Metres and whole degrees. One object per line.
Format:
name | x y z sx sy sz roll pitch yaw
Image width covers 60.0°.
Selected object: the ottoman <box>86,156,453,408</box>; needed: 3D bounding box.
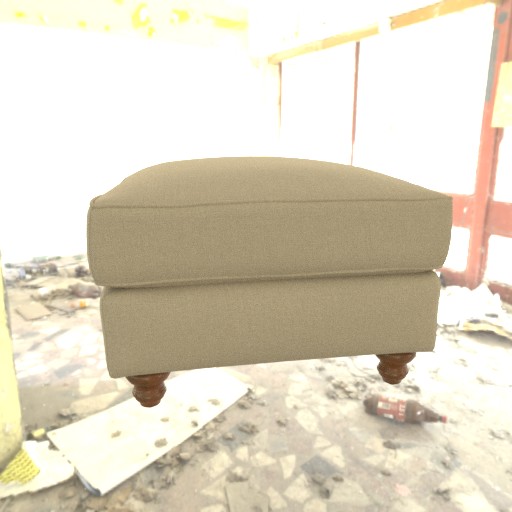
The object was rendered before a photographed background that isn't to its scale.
ottoman | 0.000 0.000 1.152 0.716 0.505 0.662 -2 15 -9
